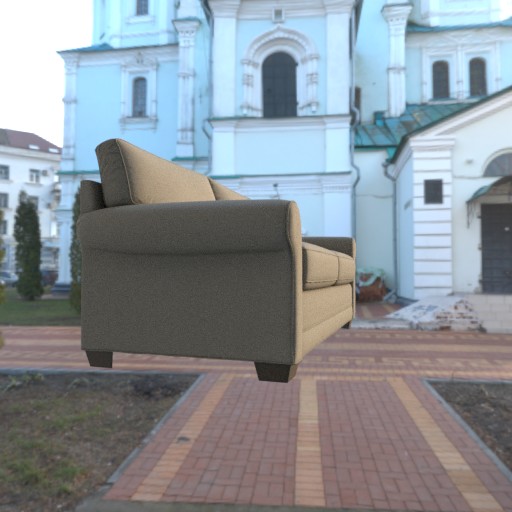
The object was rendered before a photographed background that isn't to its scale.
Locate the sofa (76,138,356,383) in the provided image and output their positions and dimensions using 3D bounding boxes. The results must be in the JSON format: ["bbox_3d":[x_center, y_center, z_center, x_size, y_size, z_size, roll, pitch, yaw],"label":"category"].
[{"bbox_3d":[0.000,0.000,2.480,0.940,0.952,1.930,-1,-2,19],"label":"sofa"}]
